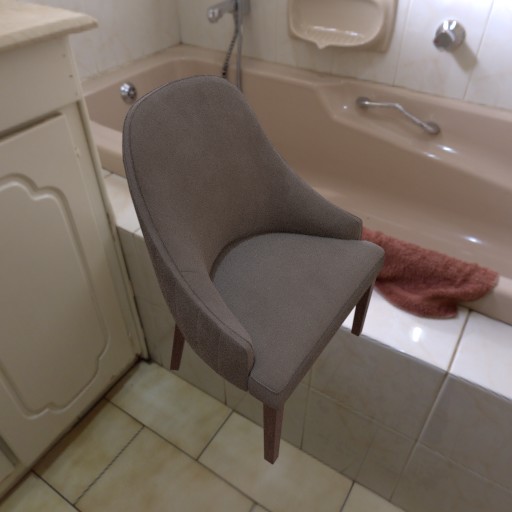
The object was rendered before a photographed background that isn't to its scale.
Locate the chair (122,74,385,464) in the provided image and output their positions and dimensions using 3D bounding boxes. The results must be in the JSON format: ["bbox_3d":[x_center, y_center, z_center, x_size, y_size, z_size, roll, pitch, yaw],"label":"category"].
[{"bbox_3d":[0.000,0.000,1.289,0.575,0.889,0.643,24,46,26],"label":"chair"}]
